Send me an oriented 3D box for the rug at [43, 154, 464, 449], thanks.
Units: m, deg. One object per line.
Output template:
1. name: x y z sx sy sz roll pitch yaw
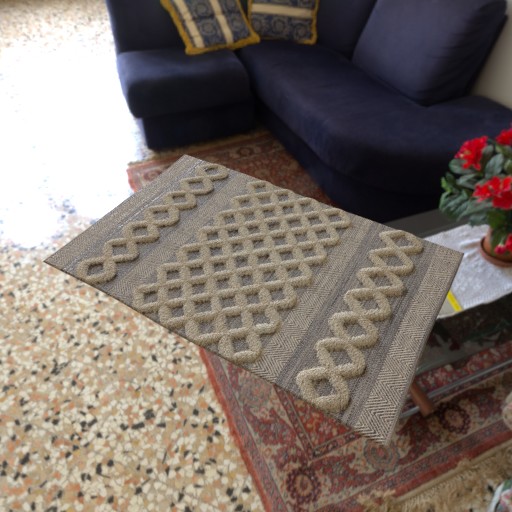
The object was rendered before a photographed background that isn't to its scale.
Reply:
1. rug: 0.000 0.000 2.913 2.333 0.033 1.513 23 49 22
